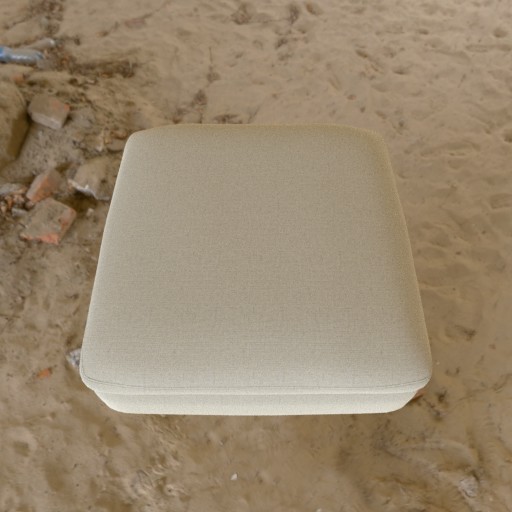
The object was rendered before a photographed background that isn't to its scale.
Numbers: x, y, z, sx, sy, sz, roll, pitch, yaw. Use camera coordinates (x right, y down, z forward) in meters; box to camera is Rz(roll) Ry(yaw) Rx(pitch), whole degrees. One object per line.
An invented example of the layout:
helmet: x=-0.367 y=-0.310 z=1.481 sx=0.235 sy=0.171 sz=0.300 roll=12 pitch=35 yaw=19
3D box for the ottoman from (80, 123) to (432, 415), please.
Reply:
ottoman: x=0.000 y=0.000 z=1.526 sx=0.977 sy=0.467 sz=0.996 roll=0 pitch=58 yaw=0
